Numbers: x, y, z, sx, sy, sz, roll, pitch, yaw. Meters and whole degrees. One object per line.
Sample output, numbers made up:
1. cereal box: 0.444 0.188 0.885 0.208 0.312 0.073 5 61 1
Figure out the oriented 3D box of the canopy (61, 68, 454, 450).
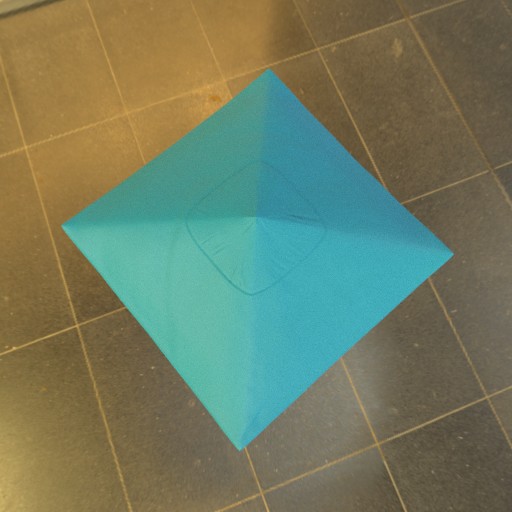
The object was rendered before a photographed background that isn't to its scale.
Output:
1. canopy: 0.000 0.000 5.435 2.998 2.997 2.996 -40 80 -9
